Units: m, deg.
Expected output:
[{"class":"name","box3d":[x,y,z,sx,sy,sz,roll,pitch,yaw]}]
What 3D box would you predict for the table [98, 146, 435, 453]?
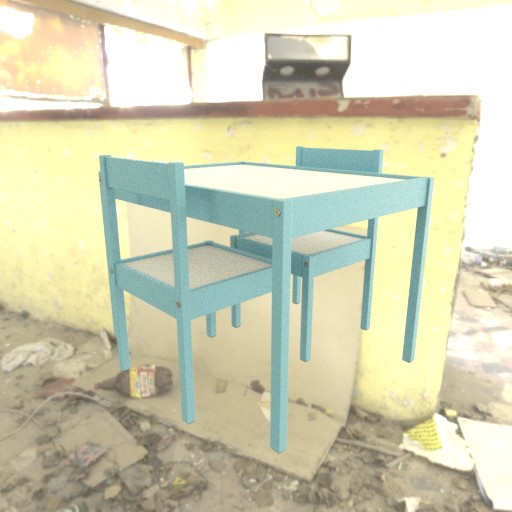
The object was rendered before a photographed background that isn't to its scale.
[{"class":"table","box3d":[0.000,0.000,1.100,0.633,0.503,0.639,-15,22,-41]}]
